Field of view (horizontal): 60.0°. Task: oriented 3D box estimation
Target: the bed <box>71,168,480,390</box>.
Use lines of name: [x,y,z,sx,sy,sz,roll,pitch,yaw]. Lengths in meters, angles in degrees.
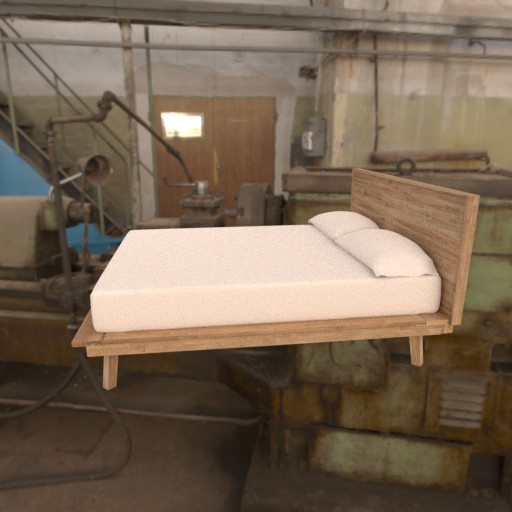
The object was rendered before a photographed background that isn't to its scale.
bed: [0.000,0.000,3.167,2.145,1.071,1.759,-2,16,-8]
